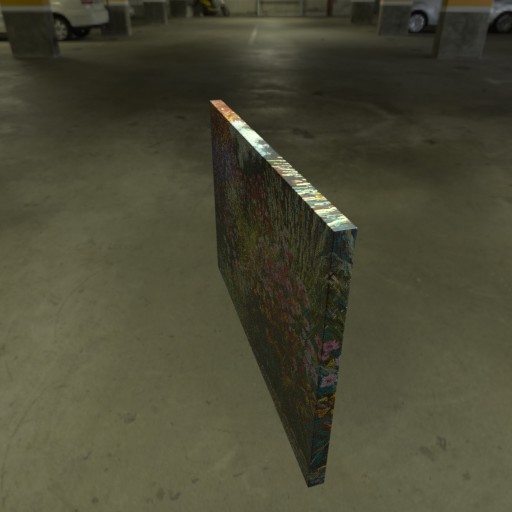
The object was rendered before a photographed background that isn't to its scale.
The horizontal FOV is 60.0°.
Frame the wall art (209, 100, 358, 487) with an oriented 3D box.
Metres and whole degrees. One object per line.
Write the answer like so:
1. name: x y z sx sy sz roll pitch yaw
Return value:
1. wall art: 0.000 0.000 1.153 0.037 0.604 0.908 -8 32 -14
